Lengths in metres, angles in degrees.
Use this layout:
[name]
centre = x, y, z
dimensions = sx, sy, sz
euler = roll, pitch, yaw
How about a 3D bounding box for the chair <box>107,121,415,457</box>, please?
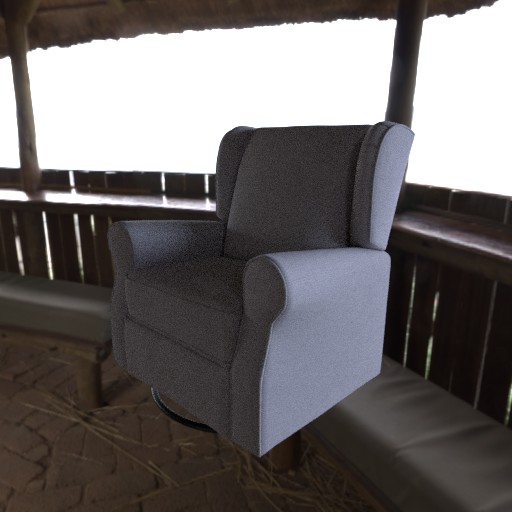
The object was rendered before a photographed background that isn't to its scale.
[chair]
centre = 0.000, 0.000, 1.664
dimensions = 0.906, 0.966, 0.854
euler = 14, 20, 42
